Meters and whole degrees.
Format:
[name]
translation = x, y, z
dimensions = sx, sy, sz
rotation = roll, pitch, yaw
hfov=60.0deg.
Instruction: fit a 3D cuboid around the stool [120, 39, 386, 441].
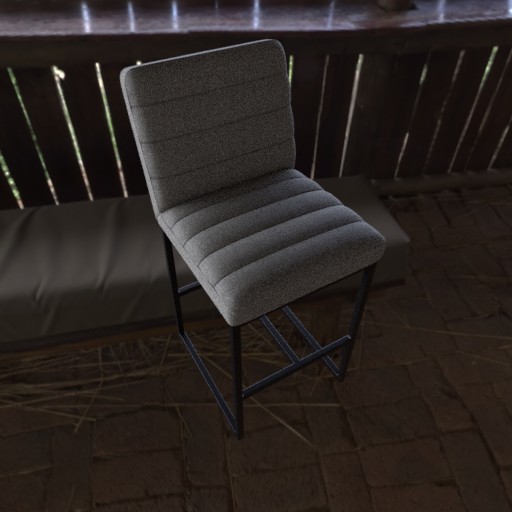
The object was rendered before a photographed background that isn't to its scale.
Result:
[stool]
translation = 0.000, 0.000, 1.330
dimensions = 0.459, 1.034, 0.571
rotation = -22, 48, -21
